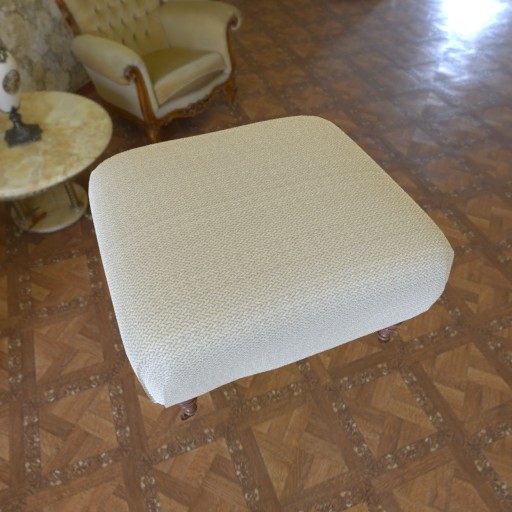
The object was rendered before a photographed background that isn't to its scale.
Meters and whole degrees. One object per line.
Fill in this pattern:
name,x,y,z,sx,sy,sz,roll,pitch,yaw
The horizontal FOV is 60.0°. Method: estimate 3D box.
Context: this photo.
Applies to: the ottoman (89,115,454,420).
ottoman,0.000,0.000,1.088,0.684,0.447,0.622,-17,49,-15
